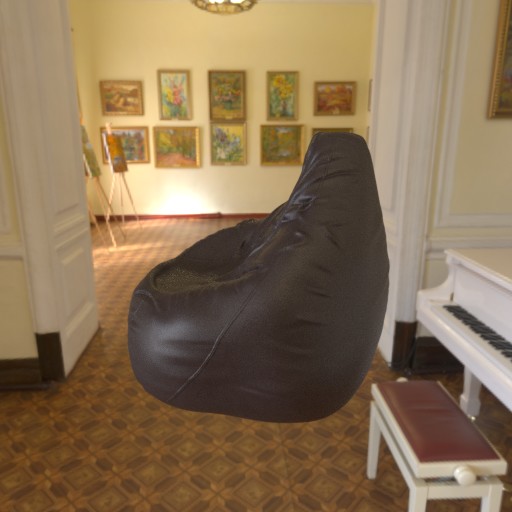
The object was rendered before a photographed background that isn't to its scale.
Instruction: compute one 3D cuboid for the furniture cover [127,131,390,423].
[{"bbox_3d":[0.000,0.000,1.838,1.070,0.990,1.070,2,15,9],"label":"furniture cover"}]
